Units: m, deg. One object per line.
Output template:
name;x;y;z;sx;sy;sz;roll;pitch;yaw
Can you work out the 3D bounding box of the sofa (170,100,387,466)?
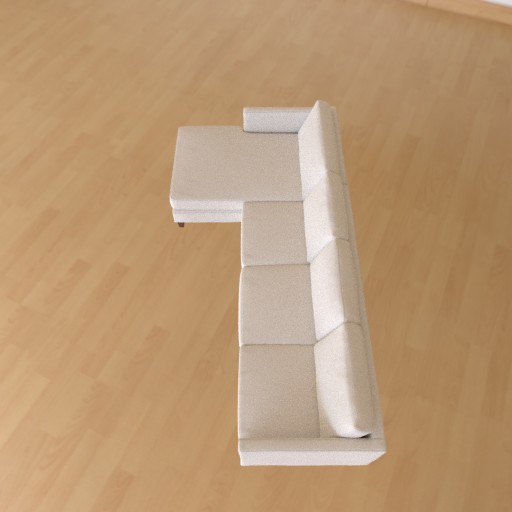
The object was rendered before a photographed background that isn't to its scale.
sofa;0.000;0.000;3.776;1.625;0.846;3.186;0;58;0
